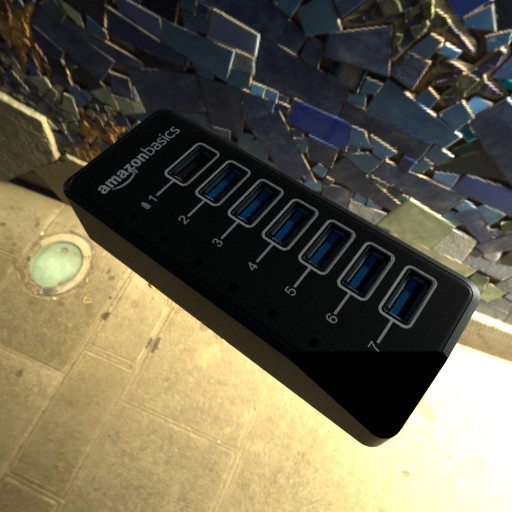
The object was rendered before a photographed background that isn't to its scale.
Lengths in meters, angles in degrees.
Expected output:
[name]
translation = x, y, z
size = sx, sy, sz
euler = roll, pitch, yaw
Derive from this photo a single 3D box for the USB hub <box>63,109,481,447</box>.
[USB hub]
translation = 0.000, 0.000, 0.126
size = 0.110, 0.023, 0.044
euler = 33, 64, 18
